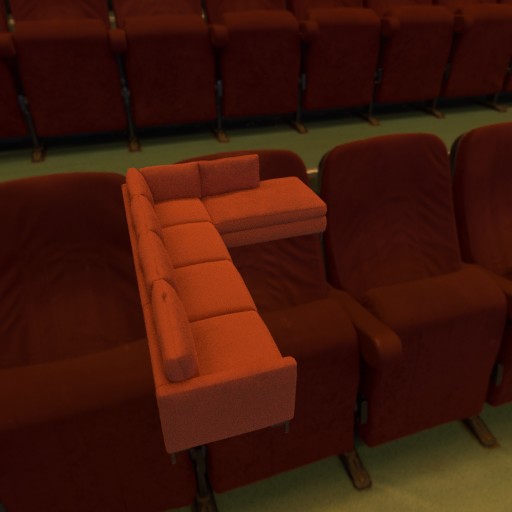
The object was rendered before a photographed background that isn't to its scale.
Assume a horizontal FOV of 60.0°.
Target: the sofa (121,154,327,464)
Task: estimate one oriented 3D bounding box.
[{"bbox_3d":[0.000,0.000,3.549,1.879,0.757,2.736,-10,34,-15],"label":"sofa"}]
